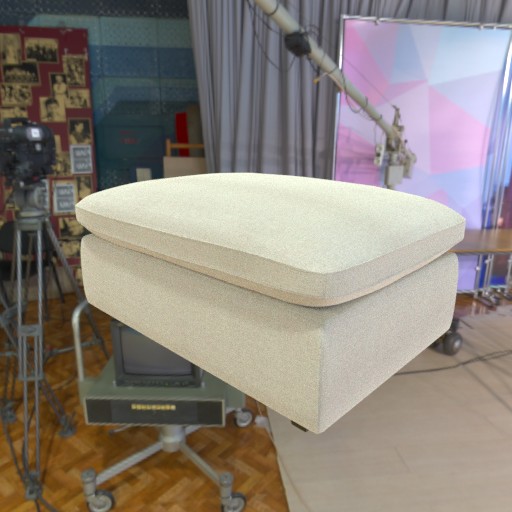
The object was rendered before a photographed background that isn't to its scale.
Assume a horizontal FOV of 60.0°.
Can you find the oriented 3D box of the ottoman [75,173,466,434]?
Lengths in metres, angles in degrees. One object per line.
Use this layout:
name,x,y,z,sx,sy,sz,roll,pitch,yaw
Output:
ottoman,0.000,0.000,1.324,0.984,0.453,0.686,16,23,42
